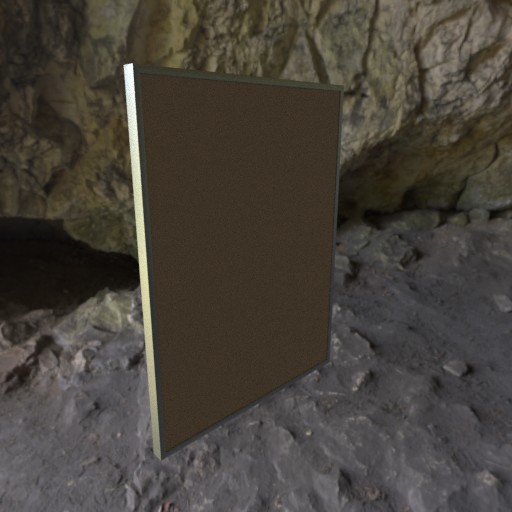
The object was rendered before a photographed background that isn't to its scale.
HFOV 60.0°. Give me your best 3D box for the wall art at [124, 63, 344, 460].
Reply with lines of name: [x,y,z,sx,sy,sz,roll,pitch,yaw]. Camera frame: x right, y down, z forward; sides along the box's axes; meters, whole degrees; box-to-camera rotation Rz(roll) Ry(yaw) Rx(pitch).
wall art: [0.000,0.000,1.415,0.803,1.062,0.041,-15,22,-42]
